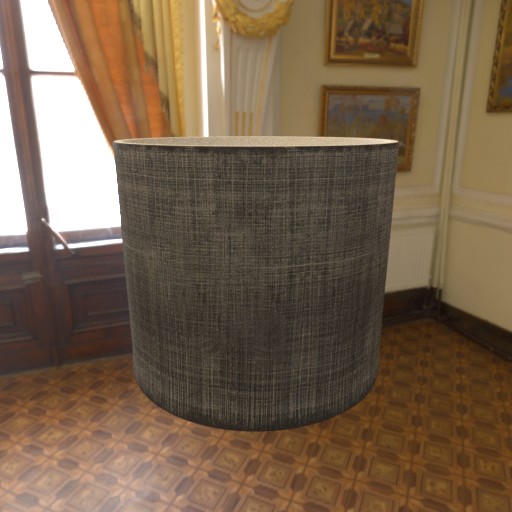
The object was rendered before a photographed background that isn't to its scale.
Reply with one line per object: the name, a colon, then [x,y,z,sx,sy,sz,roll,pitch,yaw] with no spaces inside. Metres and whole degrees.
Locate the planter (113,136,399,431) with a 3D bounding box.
planter: [0.000,0.000,0.310,0.178,0.157,0.178,0,17,0]
